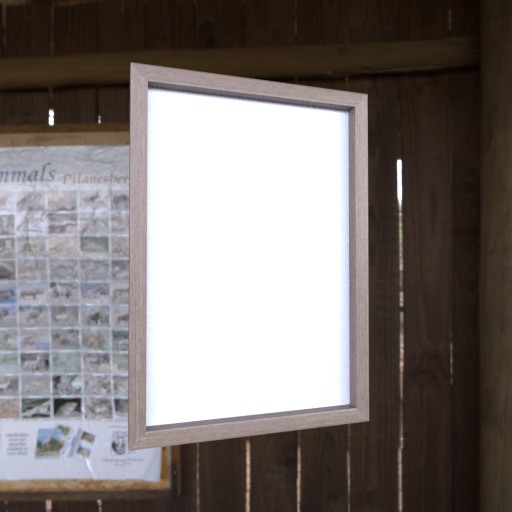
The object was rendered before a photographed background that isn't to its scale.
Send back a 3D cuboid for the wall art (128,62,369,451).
[{"bbox_3d":[0.000,0.000,0.651,0.358,0.510,0.032,0,-1,-18],"label":"wall art"}]
